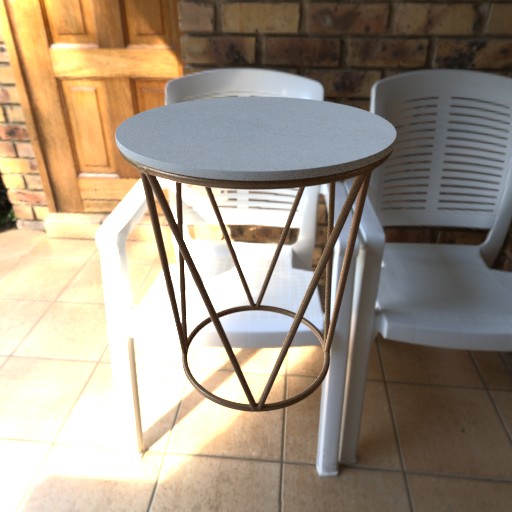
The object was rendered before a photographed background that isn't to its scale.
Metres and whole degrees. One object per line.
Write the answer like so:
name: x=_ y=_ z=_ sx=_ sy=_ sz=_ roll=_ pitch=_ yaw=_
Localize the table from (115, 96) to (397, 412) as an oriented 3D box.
table: x=0.000 y=0.000 z=0.958 sx=0.500 sy=0.564 sz=0.500 roll=0 pitch=31 yaw=0
